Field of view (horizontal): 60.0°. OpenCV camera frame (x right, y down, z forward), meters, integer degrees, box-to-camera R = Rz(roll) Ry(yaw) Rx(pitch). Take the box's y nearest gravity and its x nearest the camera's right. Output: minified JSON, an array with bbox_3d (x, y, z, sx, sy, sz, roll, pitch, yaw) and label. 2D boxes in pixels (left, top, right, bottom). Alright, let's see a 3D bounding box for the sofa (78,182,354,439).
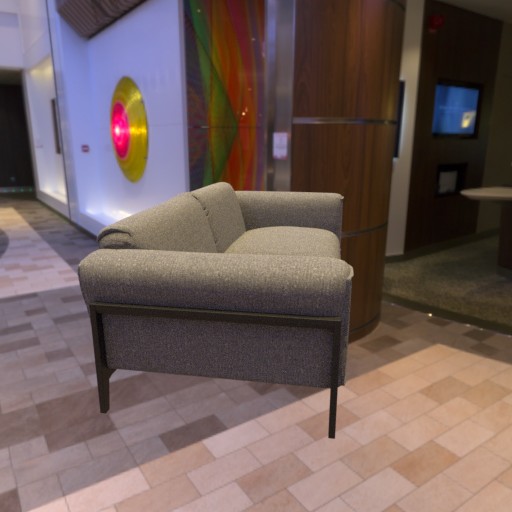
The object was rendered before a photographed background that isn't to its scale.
[{"bbox_3d":[0.000,0.000,2.510,0.985,0.703,2.125,3,15,9],"label":"sofa"}]
